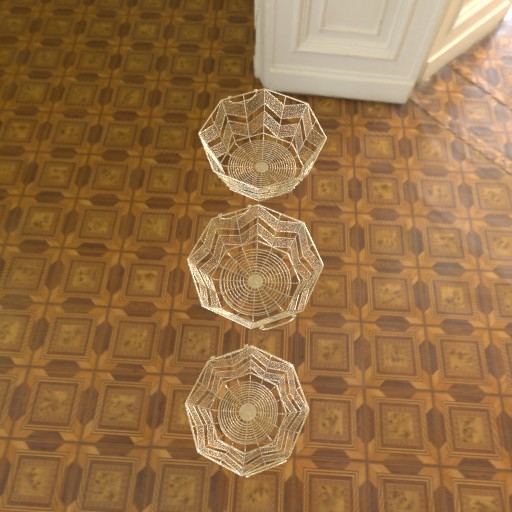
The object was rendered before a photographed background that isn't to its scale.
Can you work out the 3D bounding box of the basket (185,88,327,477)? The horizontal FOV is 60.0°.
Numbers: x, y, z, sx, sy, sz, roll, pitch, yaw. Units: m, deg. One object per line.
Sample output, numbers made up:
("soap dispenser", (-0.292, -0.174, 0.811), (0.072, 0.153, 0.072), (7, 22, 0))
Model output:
("basket", (0.000, 0.000, 1.394), (0.432, 0.178, 1.246), (3, 64, 1))
